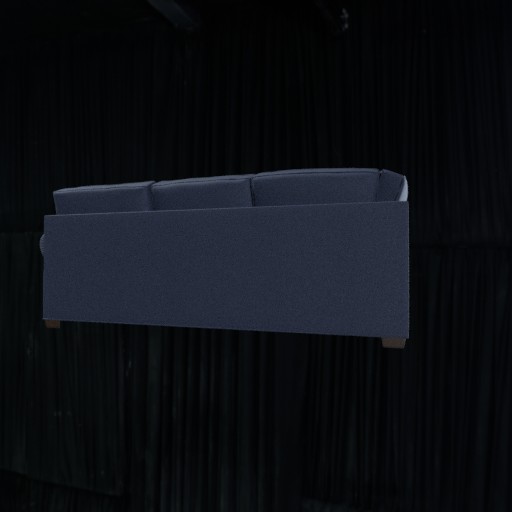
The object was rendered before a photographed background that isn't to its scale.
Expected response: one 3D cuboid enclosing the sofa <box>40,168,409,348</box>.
[{"bbox_3d":[0.000,0.000,3.961,2.562,1.042,2.487,0,-1,19],"label":"sofa"}]
